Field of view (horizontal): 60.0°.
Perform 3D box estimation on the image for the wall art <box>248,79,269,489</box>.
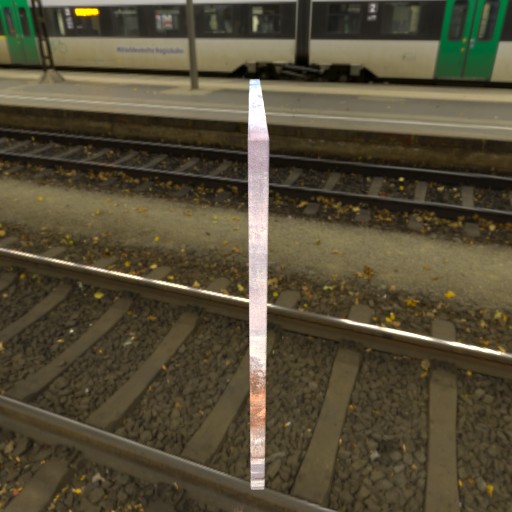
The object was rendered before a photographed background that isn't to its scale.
[{"bbox_3d":[0.000,0.000,1.327,0.035,0.897,0.888,0,28,0],"label":"wall art"}]
